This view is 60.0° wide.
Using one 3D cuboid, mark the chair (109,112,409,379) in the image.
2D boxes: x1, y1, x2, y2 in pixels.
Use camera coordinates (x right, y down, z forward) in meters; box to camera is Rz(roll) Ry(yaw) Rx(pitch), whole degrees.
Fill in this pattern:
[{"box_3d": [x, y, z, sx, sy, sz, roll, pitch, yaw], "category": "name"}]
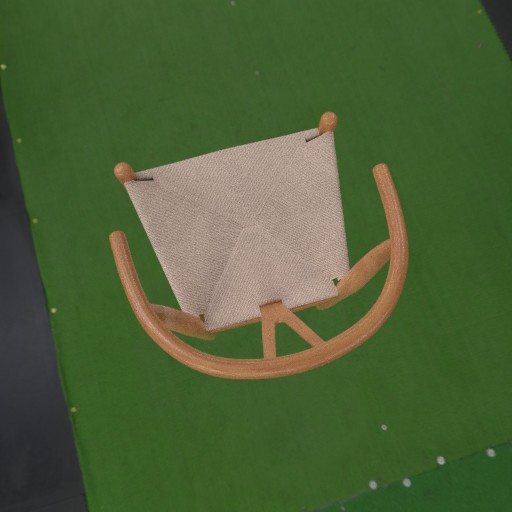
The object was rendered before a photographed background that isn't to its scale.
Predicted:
[{"box_3d": [0.000, 0.000, 1.127, 0.569, 0.730, 0.579, -15, 77, -4], "category": "chair"}]
